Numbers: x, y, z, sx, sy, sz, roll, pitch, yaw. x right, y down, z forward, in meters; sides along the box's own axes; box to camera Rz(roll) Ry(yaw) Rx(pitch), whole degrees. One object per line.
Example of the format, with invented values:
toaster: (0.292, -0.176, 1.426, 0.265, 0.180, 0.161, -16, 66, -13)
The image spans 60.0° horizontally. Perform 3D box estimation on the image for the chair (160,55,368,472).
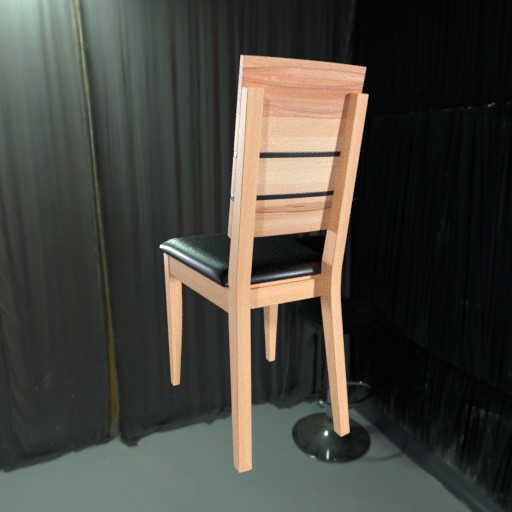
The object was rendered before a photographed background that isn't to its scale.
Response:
chair: (0.000, 0.000, 1.233, 0.410, 0.940, 0.520, -7, 16, -26)
